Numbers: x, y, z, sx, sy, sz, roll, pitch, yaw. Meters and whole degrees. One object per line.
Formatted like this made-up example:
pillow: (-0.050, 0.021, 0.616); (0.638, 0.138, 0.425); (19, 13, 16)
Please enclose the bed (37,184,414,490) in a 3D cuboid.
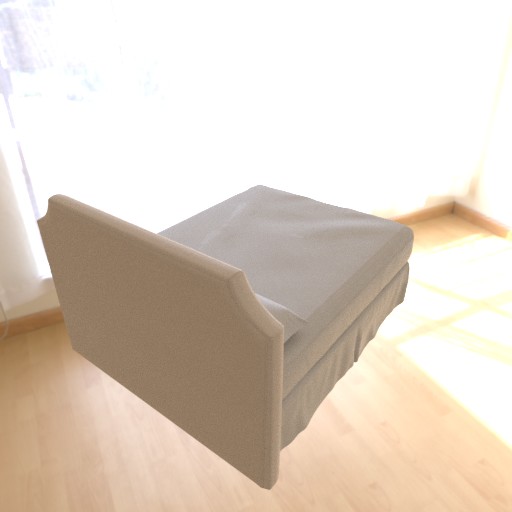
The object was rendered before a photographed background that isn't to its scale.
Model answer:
bed: (0.000, 0.000, 3.226); (1.828, 1.297, 2.164); (22, 37, 31)
